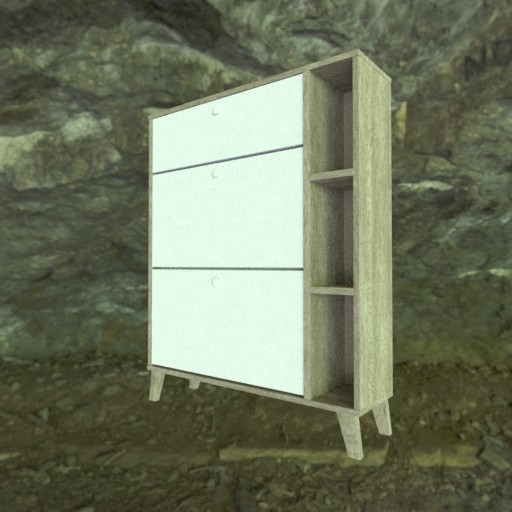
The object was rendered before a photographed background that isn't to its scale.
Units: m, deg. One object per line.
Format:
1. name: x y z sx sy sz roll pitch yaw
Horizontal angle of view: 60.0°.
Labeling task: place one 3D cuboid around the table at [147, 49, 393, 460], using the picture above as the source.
1. table: 0.000 0.000 1.590 0.902 1.135 0.256 -1 -1 37
